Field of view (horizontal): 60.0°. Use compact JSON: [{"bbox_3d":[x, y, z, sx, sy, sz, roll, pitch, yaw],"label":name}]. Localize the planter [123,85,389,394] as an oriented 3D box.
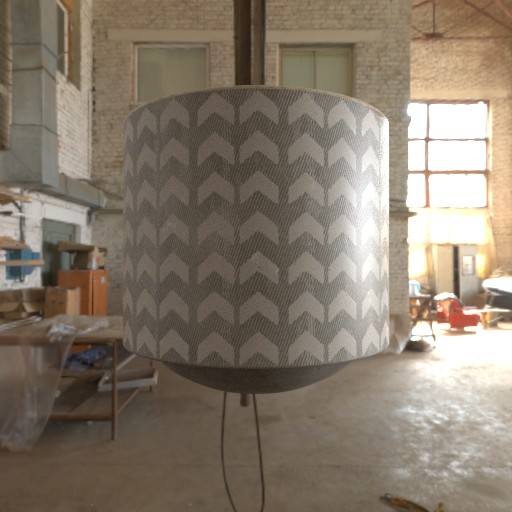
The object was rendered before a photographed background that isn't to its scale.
[{"bbox_3d":[0.000,0.000,0.330,0.190,0.181,0.190,0,0,0],"label":"planter"}]
